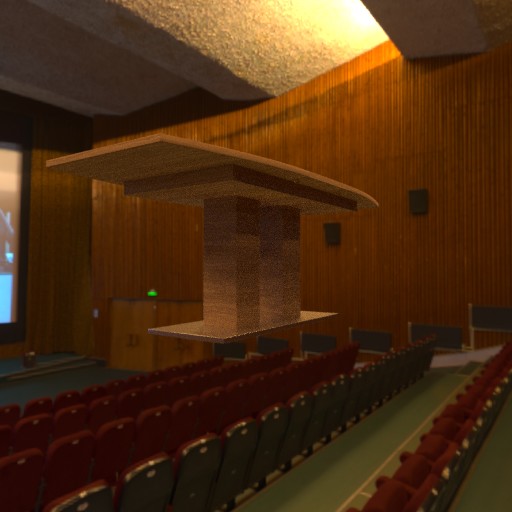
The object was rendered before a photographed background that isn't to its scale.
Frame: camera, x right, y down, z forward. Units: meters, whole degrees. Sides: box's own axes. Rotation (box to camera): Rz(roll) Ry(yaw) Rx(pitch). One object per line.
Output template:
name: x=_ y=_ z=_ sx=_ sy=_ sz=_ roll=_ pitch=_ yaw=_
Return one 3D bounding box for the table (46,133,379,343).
table: x=0.000 y=0.000 z=2.439 sx=0.900 sy=0.750 sz=2.032 roll=-1 pitch=-1 yaw=35
